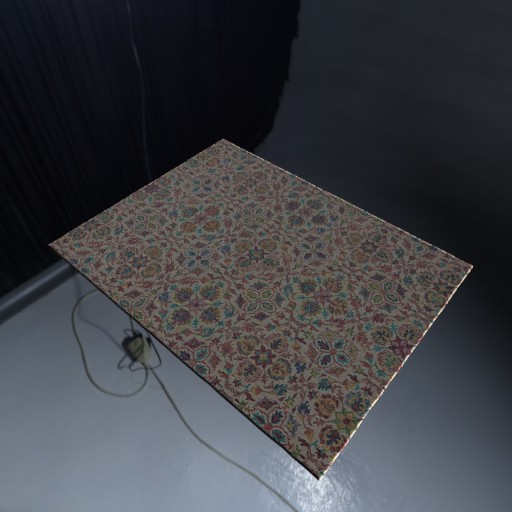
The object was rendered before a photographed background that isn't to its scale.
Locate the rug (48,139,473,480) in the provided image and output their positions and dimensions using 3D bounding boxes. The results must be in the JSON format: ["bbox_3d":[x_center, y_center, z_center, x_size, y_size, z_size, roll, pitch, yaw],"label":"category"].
[{"bbox_3d":[0.000,0.000,4.198,3.215,0.020,2.446,33,55,26],"label":"rug"}]
